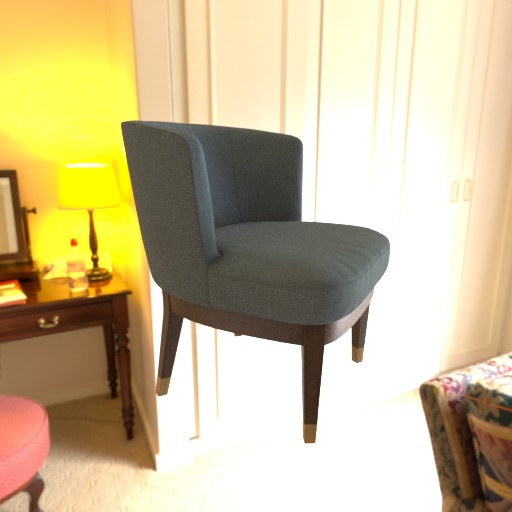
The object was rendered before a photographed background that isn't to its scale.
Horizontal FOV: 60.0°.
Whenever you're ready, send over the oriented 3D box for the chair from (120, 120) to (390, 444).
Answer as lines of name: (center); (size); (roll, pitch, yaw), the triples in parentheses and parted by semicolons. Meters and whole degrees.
chair: (0.000, 0.000, 1.288); (0.702, 0.760, 0.661); (7, 16, 26)
